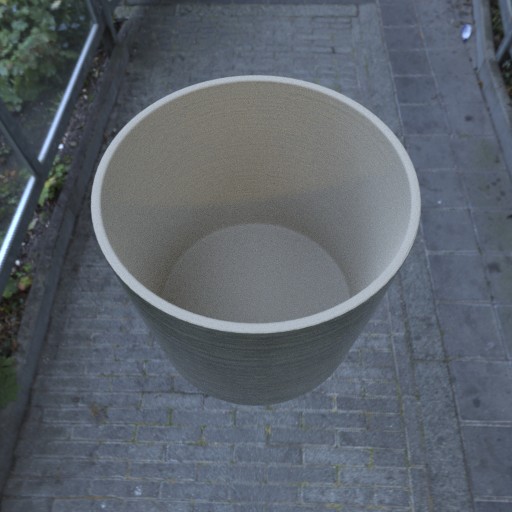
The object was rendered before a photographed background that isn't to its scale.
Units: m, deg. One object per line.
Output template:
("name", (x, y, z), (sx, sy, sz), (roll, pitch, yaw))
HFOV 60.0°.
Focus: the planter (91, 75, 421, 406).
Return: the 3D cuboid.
("planter", (0.000, 0.000, 0.388), (0.221, 0.201, 0.221), (0, 59, 0))
